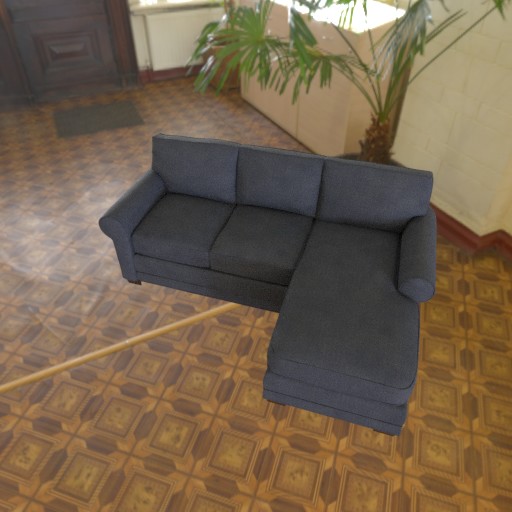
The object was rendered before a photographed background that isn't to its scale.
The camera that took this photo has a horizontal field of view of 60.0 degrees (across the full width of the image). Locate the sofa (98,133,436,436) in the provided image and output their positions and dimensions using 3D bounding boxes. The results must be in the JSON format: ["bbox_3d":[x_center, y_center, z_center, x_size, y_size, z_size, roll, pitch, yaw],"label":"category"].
[{"bbox_3d":[0.000,0.000,3.367,2.567,1.063,1.780,11,41,13],"label":"sofa"}]
